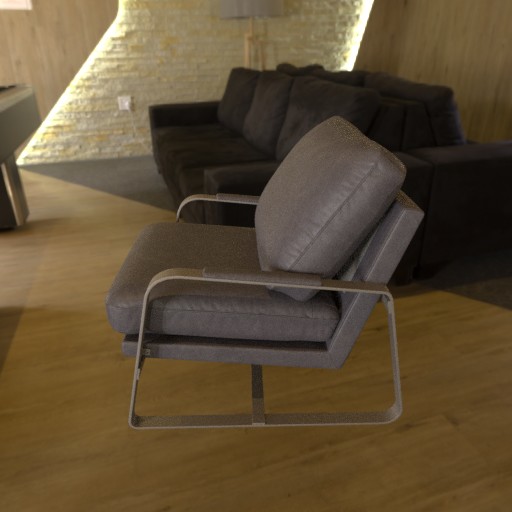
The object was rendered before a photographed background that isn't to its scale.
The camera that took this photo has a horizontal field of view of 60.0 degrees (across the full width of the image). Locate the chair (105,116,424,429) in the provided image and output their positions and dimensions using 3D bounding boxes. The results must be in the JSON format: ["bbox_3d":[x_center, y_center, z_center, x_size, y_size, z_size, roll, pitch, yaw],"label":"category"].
[{"bbox_3d":[0.000,0.000,1.497,0.878,0.839,0.692,-1,25,-1],"label":"chair"}]
